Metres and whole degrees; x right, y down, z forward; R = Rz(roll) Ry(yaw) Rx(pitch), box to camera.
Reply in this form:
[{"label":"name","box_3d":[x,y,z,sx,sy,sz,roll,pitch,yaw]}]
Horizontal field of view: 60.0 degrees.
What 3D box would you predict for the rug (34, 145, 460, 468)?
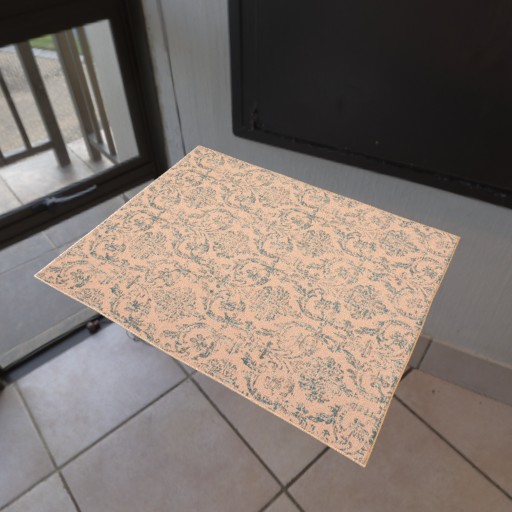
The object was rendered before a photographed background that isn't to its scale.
[{"label":"rug","box_3d":[0.000,0.000,3.920,2.980,0.012,2.363,24,51,21]}]
